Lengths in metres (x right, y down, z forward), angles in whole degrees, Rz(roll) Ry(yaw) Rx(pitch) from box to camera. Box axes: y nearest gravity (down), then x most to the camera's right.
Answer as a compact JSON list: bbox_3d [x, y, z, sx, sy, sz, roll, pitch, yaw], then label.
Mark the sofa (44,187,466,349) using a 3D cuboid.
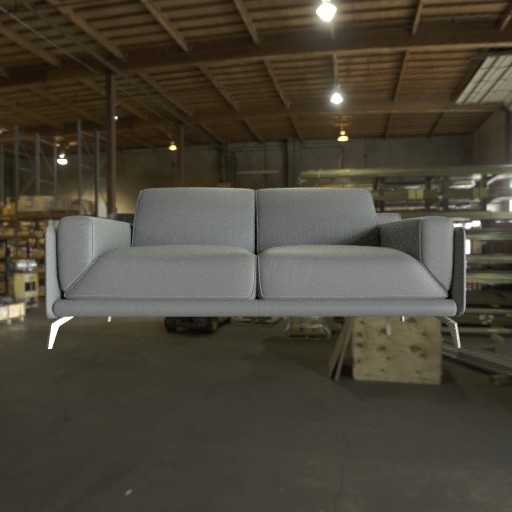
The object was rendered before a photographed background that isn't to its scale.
[{"bbox_3d":[0.000,0.000,2.630,2.100,0.900,0.969,0,1,-1],"label":"sofa"}]
